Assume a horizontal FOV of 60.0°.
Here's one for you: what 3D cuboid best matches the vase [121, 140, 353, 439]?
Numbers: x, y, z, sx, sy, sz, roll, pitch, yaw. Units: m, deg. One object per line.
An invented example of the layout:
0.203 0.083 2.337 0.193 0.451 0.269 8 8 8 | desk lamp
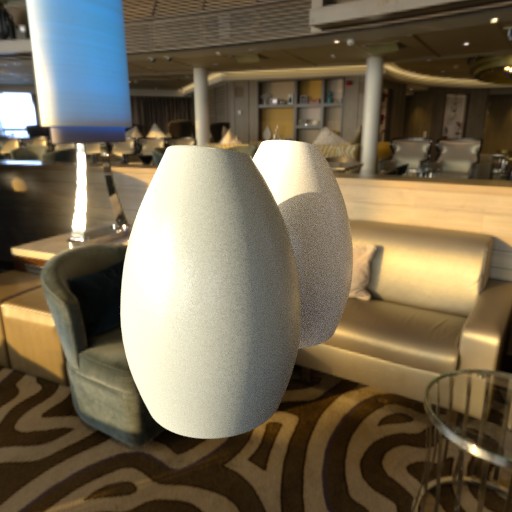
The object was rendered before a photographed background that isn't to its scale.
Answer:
0.000 0.000 0.262 0.089 0.131 0.187 8 18 26 | vase
